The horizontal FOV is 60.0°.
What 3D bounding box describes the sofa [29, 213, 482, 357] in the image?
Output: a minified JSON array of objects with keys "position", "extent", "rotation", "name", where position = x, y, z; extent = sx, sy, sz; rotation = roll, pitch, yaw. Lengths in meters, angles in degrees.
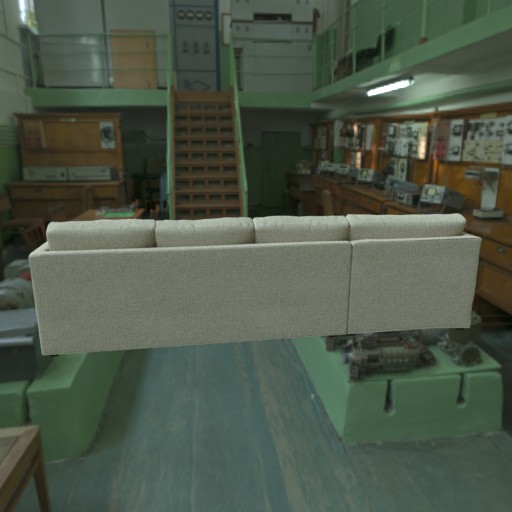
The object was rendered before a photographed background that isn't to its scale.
[{"position":[0.000,0.000,3.895],"extent":[3.205,0.922,1.650],"rotation":[-2,15,-9],"name":"sofa"}]
